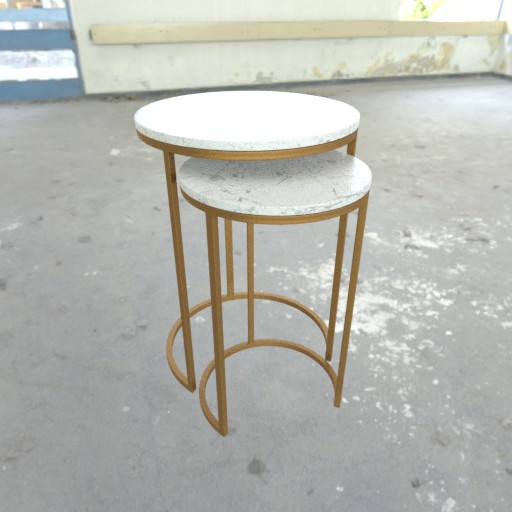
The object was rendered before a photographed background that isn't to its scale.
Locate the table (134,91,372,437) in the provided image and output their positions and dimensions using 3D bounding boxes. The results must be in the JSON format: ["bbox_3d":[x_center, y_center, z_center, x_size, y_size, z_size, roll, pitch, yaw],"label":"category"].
[{"bbox_3d":[0.000,0.000,0.898,0.400,0.550,0.507,-9,31,-15],"label":"table"}]
